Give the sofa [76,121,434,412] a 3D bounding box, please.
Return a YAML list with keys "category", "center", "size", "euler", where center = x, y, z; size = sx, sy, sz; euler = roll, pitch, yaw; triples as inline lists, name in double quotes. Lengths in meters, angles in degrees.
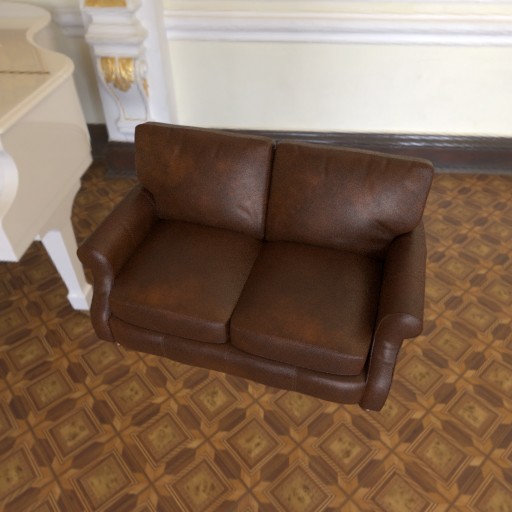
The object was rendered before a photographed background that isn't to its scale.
- category: "sofa"
  center: [0.000, 0.000, 2.246]
  size: [1.616, 0.976, 0.990]
  euler: [11, 42, 12]
